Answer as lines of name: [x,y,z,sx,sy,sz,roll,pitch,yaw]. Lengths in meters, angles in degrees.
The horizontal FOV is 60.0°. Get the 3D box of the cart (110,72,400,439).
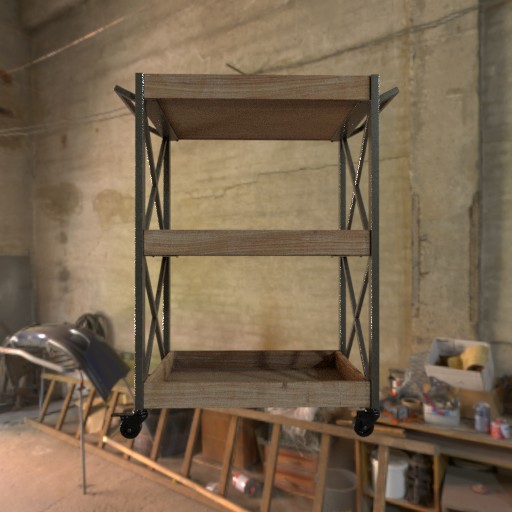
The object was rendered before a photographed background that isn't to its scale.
cart: [0.000,0.000,1.197,0.673,0.835,0.377,0,0,-1]
